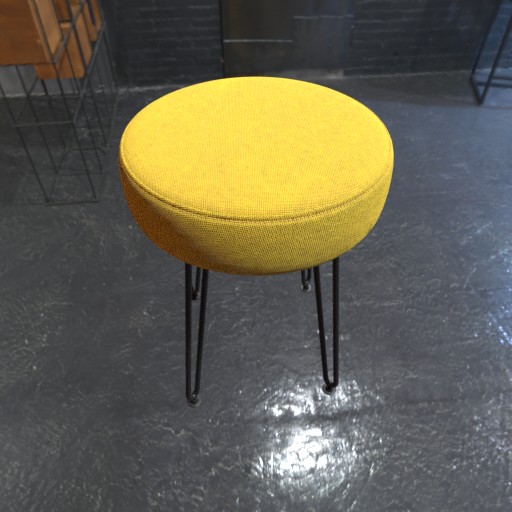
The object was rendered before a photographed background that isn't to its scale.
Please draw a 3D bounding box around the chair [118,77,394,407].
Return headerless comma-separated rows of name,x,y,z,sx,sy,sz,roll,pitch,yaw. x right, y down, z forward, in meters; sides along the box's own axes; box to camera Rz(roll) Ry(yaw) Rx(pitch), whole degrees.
chair,0.000,0.000,0.705,0.345,0.455,0.345,-4,45,-4
